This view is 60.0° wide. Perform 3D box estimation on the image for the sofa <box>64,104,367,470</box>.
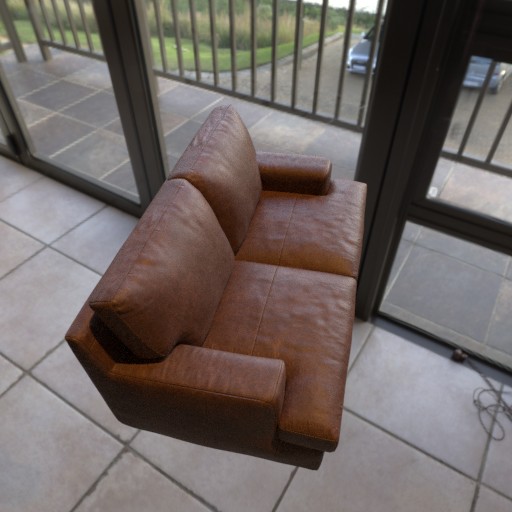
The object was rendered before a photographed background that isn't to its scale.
[{"bbox_3d":[0.000,0.000,2.461,1.143,0.939,1.880,10,46,10],"label":"sofa"}]
